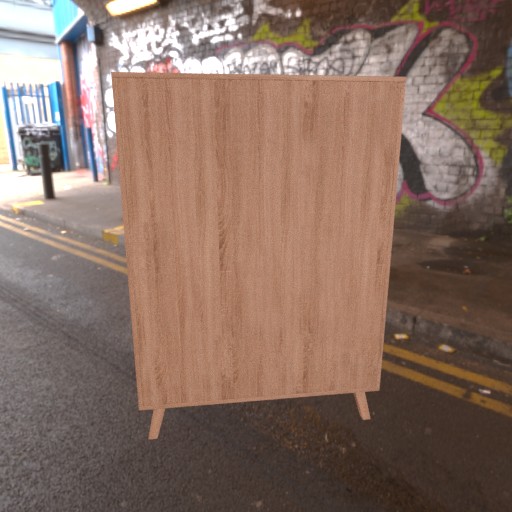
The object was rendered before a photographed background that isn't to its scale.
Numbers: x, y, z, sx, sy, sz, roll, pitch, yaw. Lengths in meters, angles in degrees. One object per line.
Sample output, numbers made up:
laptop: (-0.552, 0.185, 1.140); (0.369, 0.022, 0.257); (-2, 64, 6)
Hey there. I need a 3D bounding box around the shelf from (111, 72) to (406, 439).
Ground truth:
shelf: (0.000, 0.000, 1.887); (1.000, 1.390, 0.450); (-2, 16, -8)
